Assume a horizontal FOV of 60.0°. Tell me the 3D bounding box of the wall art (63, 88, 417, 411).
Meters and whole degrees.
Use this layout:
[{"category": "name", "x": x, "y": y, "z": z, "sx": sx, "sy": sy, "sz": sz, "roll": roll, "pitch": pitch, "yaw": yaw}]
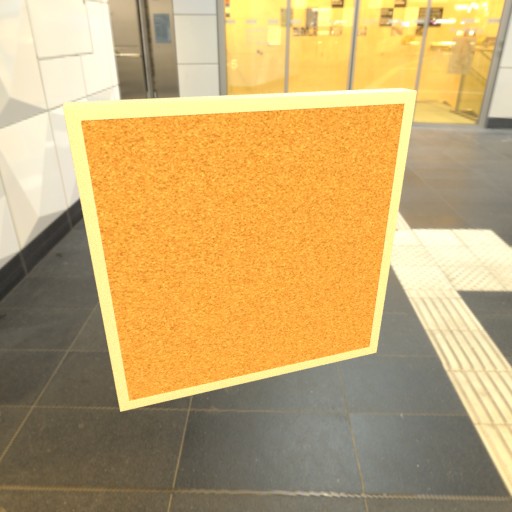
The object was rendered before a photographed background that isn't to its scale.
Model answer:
[{"category": "wall art", "x": 0.000, "y": 0.000, "z": 0.739, "sx": 0.506, "sy": 0.505, "sz": 0.038, "roll": -8, "pitch": 28, "yaw": -16}]
